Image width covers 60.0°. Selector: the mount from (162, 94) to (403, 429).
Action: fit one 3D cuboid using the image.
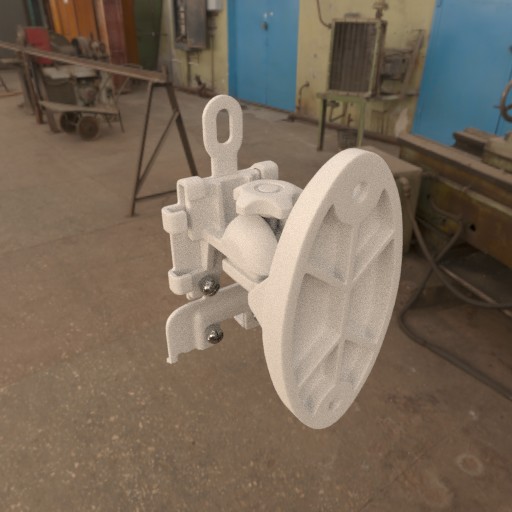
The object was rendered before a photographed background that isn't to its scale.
[{"bbox_3d":[0.000,0.000,0.179,0.066,0.118,0.100,-19,34,-30],"label":"mount"}]
